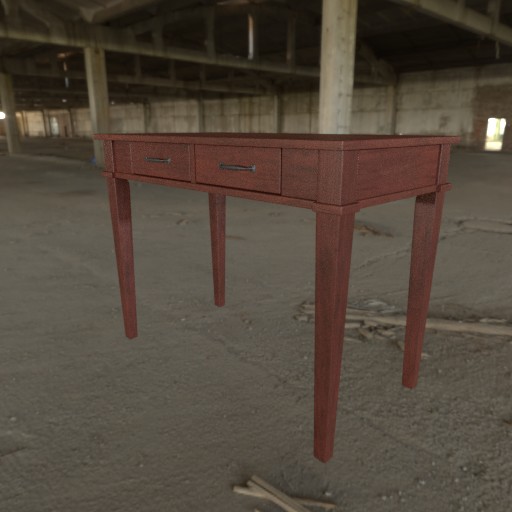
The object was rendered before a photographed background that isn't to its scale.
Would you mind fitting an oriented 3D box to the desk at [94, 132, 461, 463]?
[{"bbox_3d":[0.000,0.000,1.444,0.549,0.762,1.001,-16,22,-43],"label":"desk"}]
